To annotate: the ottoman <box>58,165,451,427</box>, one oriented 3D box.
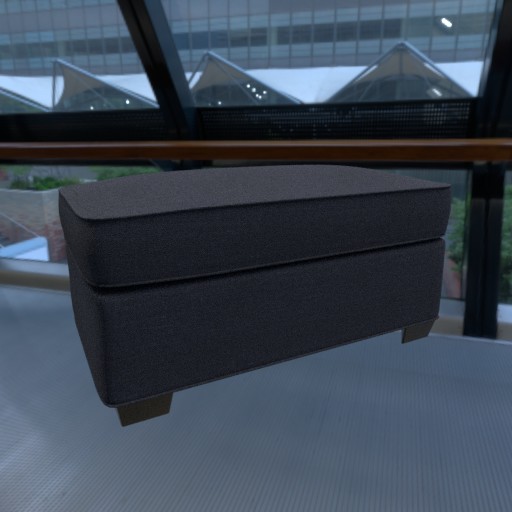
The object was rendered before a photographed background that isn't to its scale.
[{"bbox_3d":[0.000,0.000,1.157,0.895,0.453,0.505,-8,18,-27],"label":"ottoman"}]
